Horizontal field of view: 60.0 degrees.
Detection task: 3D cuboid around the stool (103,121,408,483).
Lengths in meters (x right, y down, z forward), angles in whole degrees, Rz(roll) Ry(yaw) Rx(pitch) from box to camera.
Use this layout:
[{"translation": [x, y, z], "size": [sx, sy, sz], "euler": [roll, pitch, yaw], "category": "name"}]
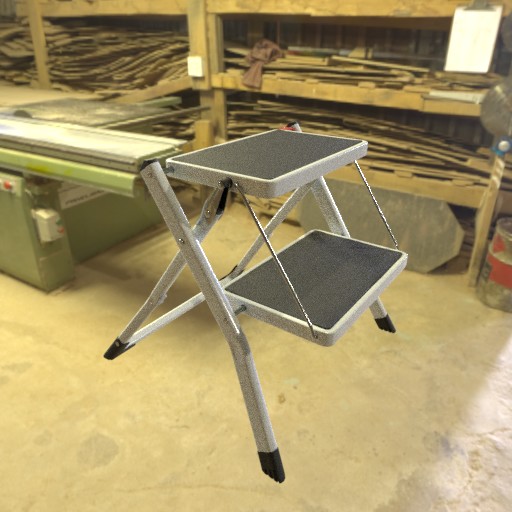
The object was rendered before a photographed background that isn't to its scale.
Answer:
[{"translation": [0.000, 0.000, 0.859], "size": [0.490, 0.445, 0.485], "euler": [18, 31, 32], "category": "stool"}]
